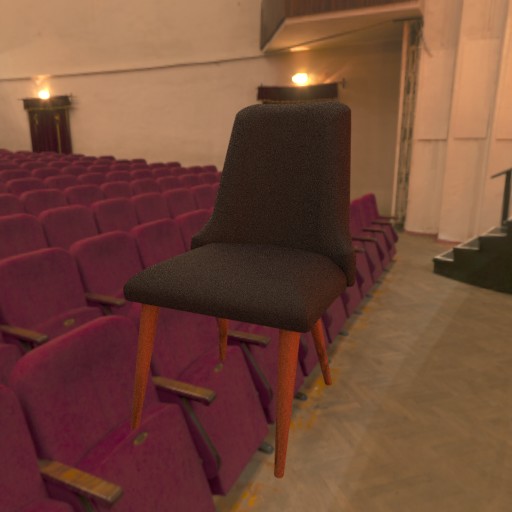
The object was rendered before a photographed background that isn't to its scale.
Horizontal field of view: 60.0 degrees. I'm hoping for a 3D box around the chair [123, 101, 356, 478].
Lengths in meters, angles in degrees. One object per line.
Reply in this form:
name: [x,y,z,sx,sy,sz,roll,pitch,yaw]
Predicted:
chair: [0.000,0.000,1.181,0.504,0.820,0.567,6,15,25]
